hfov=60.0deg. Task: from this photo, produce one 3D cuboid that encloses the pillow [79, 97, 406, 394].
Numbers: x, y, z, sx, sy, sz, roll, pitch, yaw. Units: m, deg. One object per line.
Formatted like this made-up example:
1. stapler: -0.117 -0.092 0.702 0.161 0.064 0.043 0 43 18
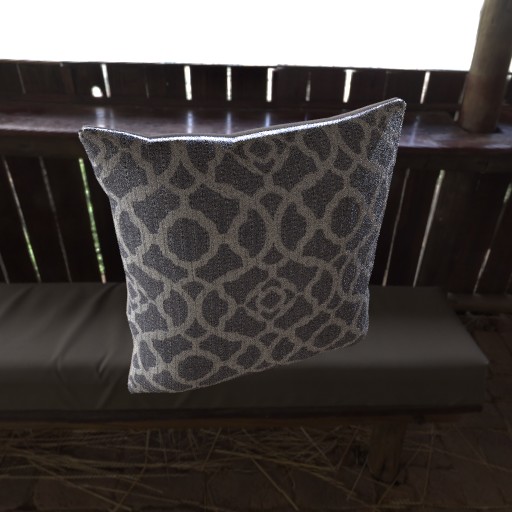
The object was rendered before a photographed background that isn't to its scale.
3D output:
1. pillow: 0.000 0.000 0.779 0.508 0.498 0.215 -10 33 -16
